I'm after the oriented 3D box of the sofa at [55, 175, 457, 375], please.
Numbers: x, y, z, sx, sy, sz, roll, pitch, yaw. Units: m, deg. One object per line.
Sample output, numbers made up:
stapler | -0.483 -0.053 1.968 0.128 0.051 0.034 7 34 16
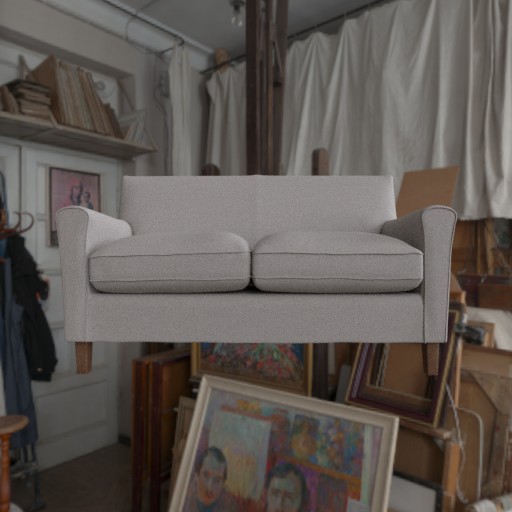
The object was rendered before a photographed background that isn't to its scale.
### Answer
sofa | 0.000 0.000 2.018 1.482 0.890 0.888 0 0 1
